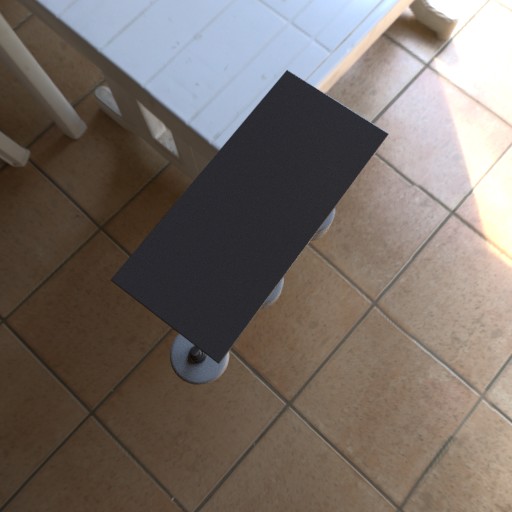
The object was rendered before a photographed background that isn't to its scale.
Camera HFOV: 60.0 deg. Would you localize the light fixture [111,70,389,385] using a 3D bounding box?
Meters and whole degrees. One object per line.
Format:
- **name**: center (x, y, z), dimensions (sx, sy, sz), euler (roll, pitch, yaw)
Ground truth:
- **light fixture**: center (0.000, 0.000, 0.867), dimensions (0.177, 0.557, 0.582), euler (36, 78, 9)
